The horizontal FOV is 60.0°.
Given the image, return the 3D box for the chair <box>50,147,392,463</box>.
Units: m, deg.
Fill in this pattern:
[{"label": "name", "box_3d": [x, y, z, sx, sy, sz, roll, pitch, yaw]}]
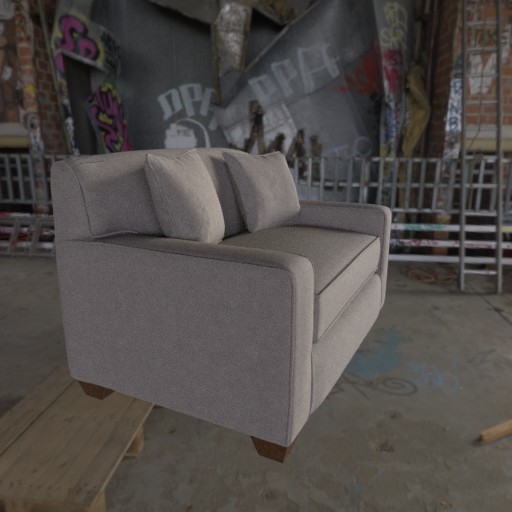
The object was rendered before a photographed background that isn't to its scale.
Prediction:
[{"label": "chair", "box_3d": [0.000, 0.000, 2.018, 0.992, 0.953, 1.395, 7, 16, 26]}]
